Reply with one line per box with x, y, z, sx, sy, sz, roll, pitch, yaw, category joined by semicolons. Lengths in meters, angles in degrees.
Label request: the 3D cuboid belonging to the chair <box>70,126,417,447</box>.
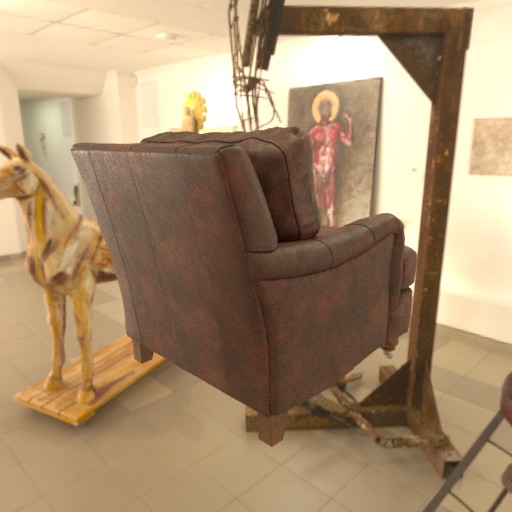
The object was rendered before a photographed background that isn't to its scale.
0.000;0.000;1.903;0.987;1.051;1.156;14;20;43;chair
